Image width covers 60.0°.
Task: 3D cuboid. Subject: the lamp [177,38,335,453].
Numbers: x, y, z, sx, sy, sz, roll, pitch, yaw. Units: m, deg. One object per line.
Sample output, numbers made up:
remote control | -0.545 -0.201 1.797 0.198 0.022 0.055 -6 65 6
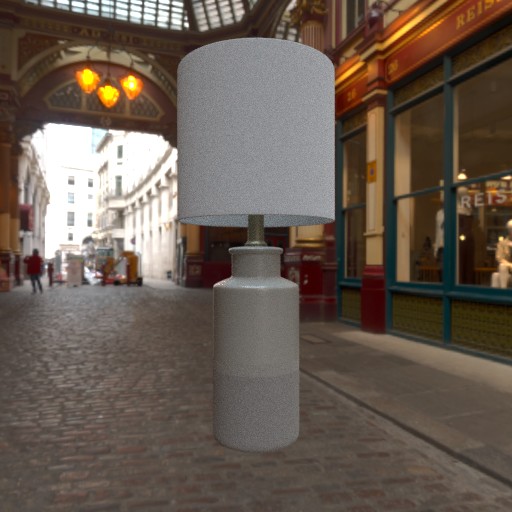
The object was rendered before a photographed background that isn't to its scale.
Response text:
lamp | 0.000 0.000 0.606 0.212 0.493 0.212 0 0 -20
